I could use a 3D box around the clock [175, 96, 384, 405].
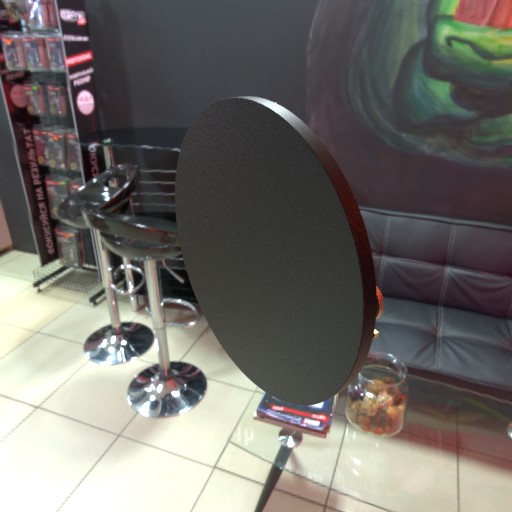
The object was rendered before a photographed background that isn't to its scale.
[{"bbox_3d":[0.000,0.000,0.668,0.038,0.454,0.454,-18,32,-32],"label":"clock"}]
